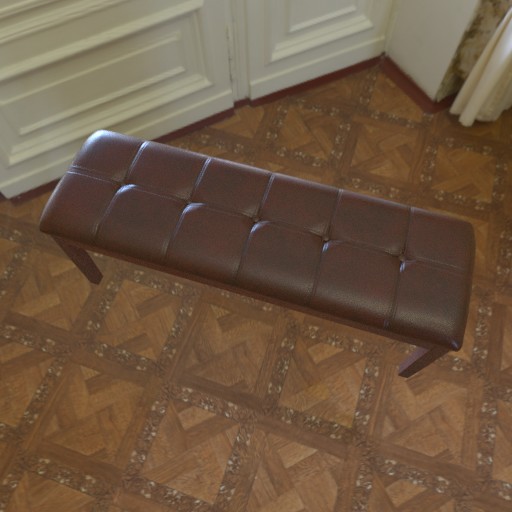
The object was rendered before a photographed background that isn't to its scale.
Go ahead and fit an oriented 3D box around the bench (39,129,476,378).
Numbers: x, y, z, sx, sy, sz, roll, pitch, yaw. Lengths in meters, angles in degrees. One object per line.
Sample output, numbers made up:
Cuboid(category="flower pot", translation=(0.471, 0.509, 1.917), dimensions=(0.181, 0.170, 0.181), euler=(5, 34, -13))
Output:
Cuboid(category="bench", translation=(0.000, 0.000, 1.492), dimensions=(1.259, 0.491, 0.401), euler=(16, 64, 8))
